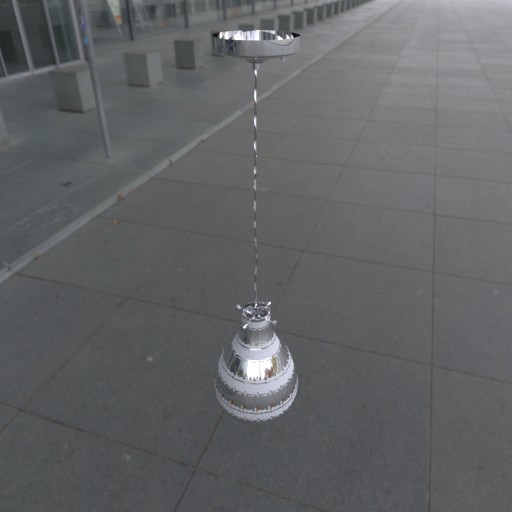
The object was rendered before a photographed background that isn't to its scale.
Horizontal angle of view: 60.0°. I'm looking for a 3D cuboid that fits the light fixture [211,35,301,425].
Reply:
[{"bbox_3d":[0.000,0.000,1.624,0.374,1.457,0.374,20,37,28],"label":"light fixture"}]
